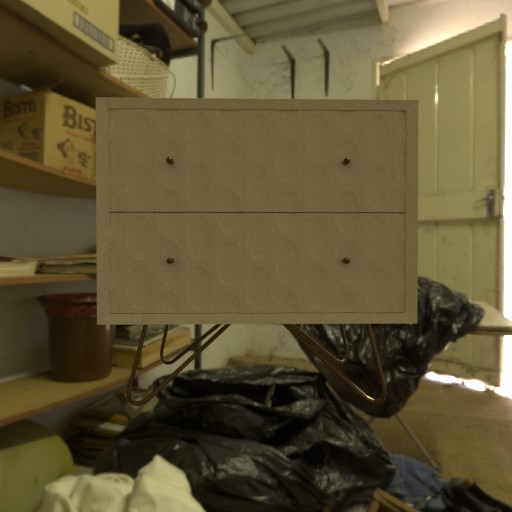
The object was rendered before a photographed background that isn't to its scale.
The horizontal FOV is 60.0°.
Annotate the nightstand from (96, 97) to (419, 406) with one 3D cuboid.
[{"bbox_3d":[0.000,0.000,1.058,0.614,0.604,0.447,0,1,-1],"label":"nightstand"}]
